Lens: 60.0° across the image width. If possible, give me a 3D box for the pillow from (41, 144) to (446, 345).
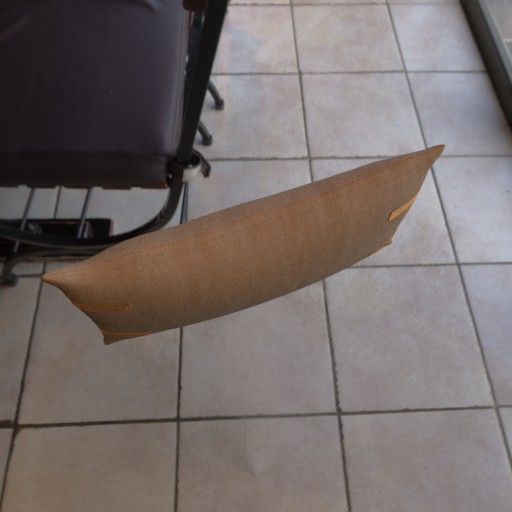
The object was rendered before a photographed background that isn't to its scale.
[{"bbox_3d":[0.000,0.000,0.748,0.612,0.308,0.148,-19,65,-9],"label":"pillow"}]
